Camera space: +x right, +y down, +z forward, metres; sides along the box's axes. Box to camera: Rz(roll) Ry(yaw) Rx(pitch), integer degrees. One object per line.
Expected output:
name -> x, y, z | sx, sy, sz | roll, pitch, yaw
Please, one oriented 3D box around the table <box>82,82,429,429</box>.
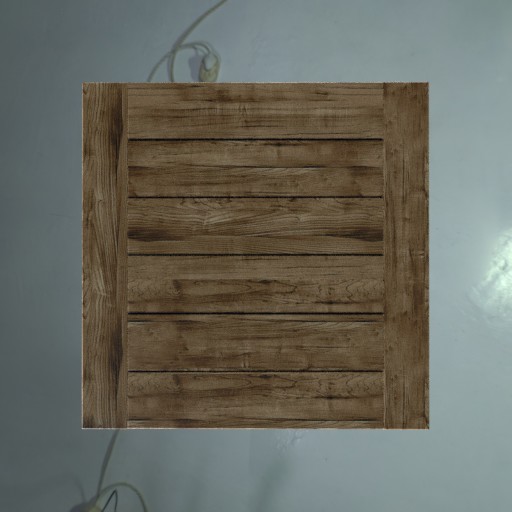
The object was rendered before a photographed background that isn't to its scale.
table -> 0.000, 0.000, 1.006 | 0.610, 0.457, 0.610 | 0, 90, 0
